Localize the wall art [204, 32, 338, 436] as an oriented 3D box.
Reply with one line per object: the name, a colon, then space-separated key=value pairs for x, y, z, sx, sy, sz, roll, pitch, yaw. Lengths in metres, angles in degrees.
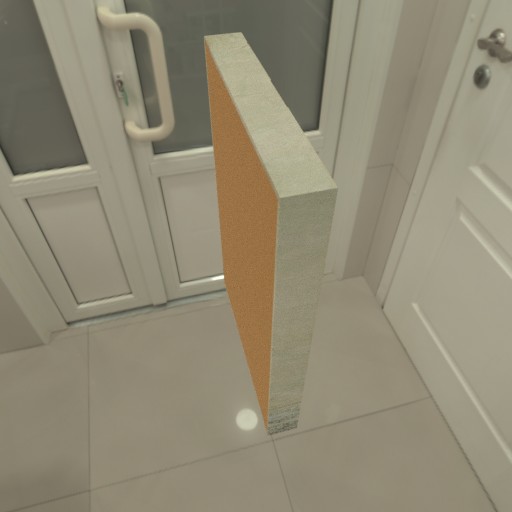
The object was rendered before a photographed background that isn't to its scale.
wall art: x=0.000 y=0.000 z=0.495 sx=0.038 sy=0.381 sz=0.254 roll=-11 pitch=48 yaw=-10
